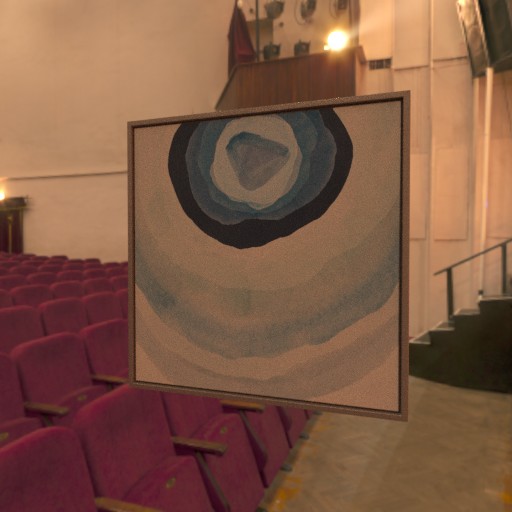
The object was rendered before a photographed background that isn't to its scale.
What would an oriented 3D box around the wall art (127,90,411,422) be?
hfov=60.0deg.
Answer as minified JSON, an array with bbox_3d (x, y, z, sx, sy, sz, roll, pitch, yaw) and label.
[{"bbox_3d":[0.000,0.000,0.533,0.349,0.349,0.028,0,1,20],"label":"wall art"}]
